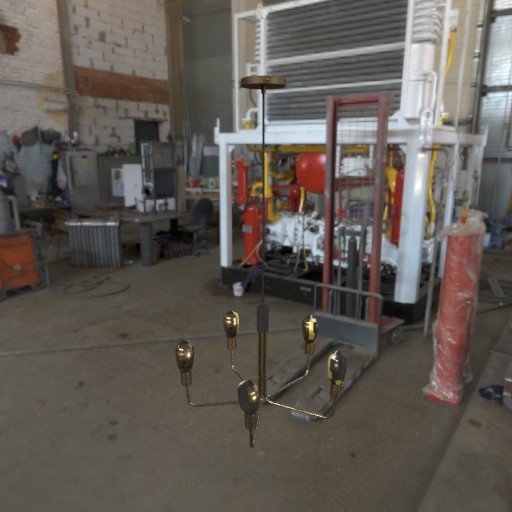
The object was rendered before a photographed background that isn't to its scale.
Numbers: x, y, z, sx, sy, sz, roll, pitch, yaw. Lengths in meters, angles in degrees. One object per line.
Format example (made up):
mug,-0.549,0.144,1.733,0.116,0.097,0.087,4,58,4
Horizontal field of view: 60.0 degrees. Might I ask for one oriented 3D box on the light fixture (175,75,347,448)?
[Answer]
light fixture,0.000,0.000,1.407,0.532,1.059,0.588,-2,14,-9
